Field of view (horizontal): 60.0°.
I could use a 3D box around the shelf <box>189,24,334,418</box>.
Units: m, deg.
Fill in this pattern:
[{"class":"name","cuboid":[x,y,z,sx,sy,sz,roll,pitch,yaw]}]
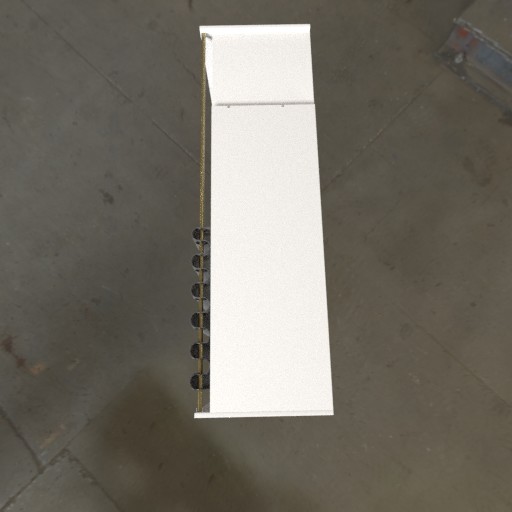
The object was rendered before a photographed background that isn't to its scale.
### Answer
[{"class":"shelf","cuboid":[0.000,0.000,2.592,0.500,1.810,1.600,-1,76,0]}]
